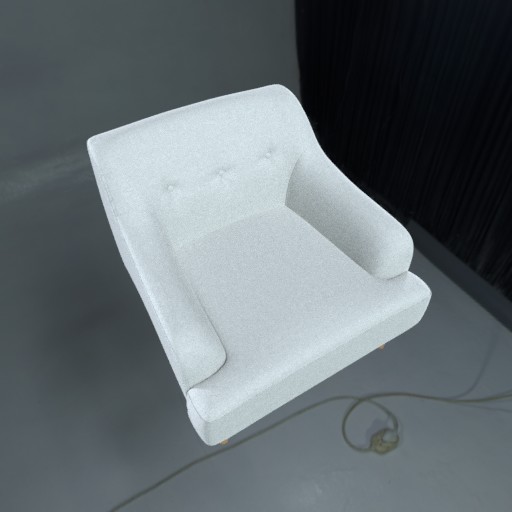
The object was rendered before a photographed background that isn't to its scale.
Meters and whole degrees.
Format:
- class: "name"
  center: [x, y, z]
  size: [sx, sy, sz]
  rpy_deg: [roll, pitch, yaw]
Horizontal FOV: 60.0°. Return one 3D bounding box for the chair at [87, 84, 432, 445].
- class: "chair"
  center: [0.000, 0.000, 1.661]
  size: [0.946, 0.818, 0.951]
  rpy_deg: [-24, 51, -21]
